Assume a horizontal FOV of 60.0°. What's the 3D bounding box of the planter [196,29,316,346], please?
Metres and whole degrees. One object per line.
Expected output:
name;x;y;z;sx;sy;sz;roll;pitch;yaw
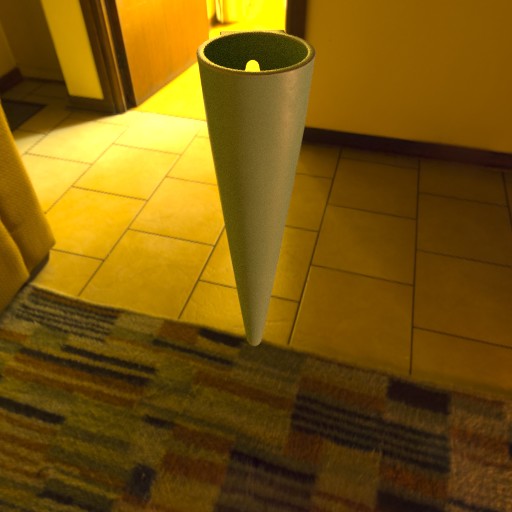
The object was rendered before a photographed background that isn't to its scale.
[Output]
planter;0.000;0.000;0.297;0.054;0.268;0.055;-3;45;-3
